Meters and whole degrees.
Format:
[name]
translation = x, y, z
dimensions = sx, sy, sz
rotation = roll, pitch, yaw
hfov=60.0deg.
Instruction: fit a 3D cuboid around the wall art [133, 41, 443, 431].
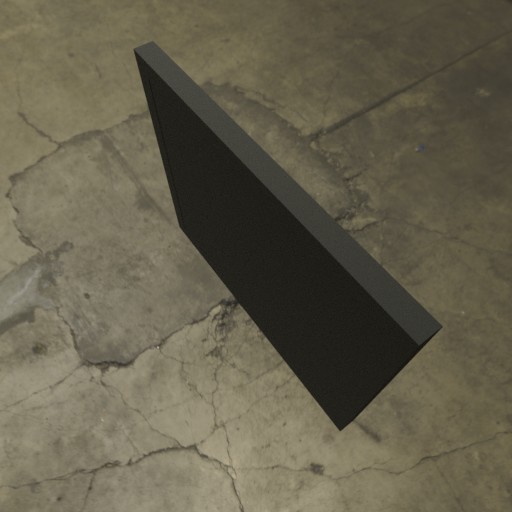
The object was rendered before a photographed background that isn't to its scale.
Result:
[wall art]
translation = 0.000, 0.000, 0.527
dimensions = 0.024, 0.329, 0.404
rotation = -32, 64, -18
